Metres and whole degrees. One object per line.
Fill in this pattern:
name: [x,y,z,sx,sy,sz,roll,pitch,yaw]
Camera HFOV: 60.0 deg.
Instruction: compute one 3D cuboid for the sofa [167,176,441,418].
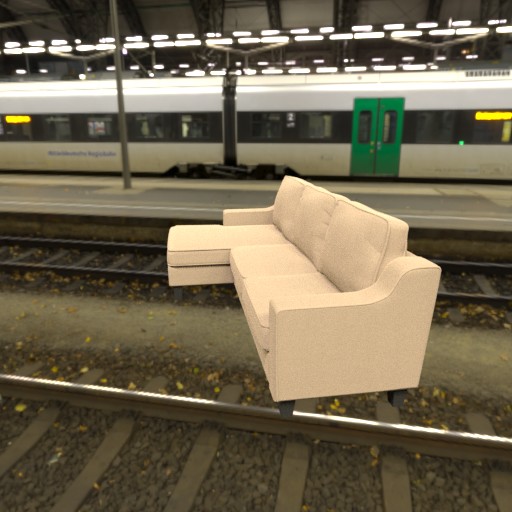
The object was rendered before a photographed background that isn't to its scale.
sofa: [0.000,0.000,3.179,1.294,0.928,2.561,-3,16,-9]
